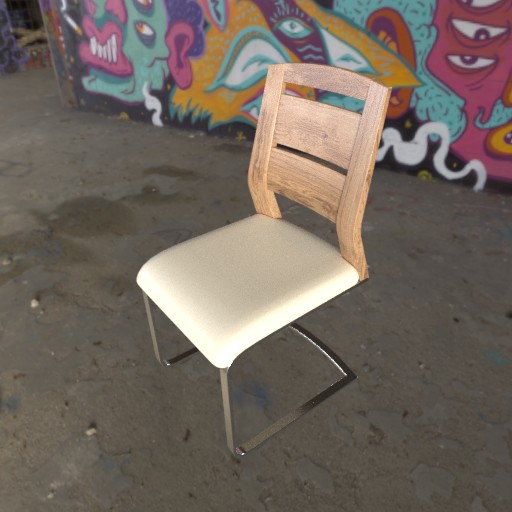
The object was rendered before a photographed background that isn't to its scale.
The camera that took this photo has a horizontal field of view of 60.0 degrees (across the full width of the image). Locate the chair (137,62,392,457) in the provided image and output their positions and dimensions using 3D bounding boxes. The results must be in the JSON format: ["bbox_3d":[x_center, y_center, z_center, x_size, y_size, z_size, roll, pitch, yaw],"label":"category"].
[{"bbox_3d":[0.000,0.000,1.251,0.561,0.955,0.457,-22,38,-31],"label":"chair"}]
